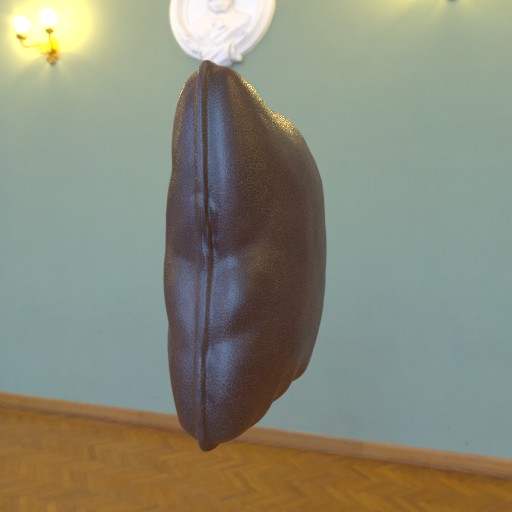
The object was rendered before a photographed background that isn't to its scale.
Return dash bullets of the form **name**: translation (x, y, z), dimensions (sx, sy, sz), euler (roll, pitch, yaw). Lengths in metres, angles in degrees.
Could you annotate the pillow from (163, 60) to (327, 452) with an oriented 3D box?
- **pillow**: translation (0.000, 0.000, 0.803), dimensions (0.236, 0.523, 0.532), euler (0, 1, 17)
